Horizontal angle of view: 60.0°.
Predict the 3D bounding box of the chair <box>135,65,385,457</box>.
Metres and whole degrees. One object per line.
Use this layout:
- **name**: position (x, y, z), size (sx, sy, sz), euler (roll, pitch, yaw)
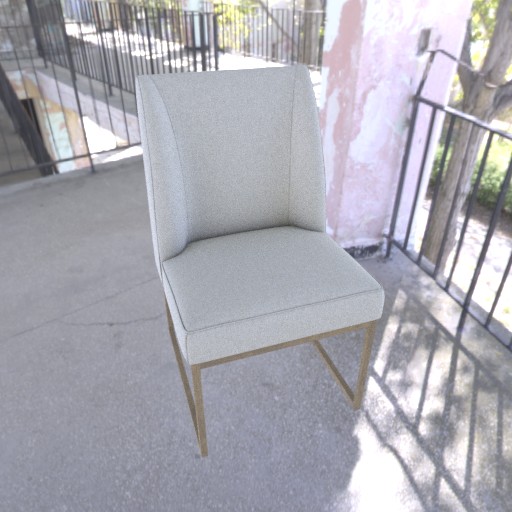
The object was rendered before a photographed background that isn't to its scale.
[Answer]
- **chair**: position (0.000, 0.000, 1.197), size (0.508, 0.863, 0.522), euler (-11, 34, -16)
